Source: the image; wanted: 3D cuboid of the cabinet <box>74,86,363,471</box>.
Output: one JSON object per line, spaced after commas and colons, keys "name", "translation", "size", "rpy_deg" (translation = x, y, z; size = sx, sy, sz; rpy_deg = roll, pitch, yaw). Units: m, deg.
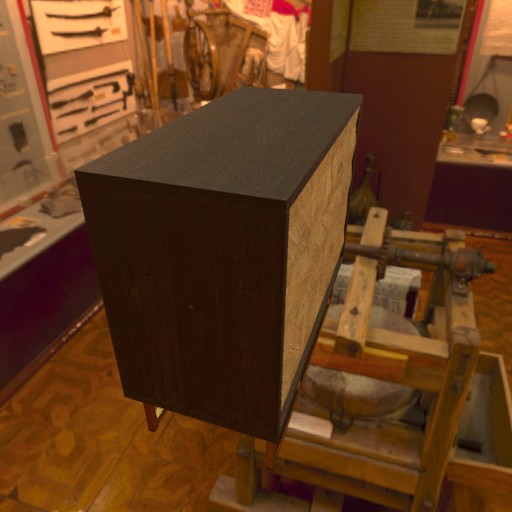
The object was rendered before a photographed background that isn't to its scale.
{"name": "cabinet", "translation": [0.000, 0.000, 1.442], "size": [0.451, 0.860, 0.950], "rpy_deg": [10, 33, 17]}
